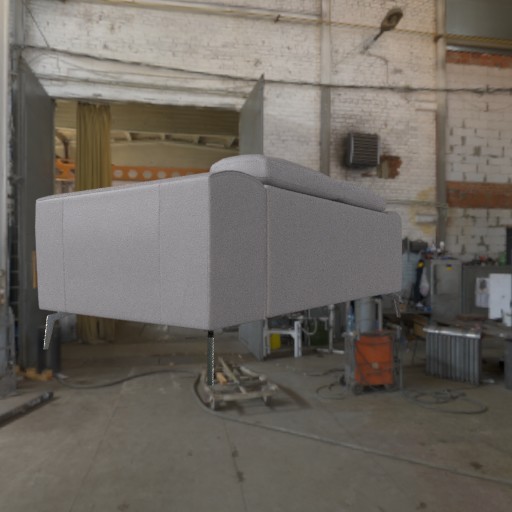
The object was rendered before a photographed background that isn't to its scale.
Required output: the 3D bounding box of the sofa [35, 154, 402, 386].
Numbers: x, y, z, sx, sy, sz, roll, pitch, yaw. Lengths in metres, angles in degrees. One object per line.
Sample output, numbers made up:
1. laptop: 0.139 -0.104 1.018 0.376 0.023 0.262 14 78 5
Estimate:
1. sofa: 0.000 0.000 2.352 1.003 0.779 1.895 0 0 35
